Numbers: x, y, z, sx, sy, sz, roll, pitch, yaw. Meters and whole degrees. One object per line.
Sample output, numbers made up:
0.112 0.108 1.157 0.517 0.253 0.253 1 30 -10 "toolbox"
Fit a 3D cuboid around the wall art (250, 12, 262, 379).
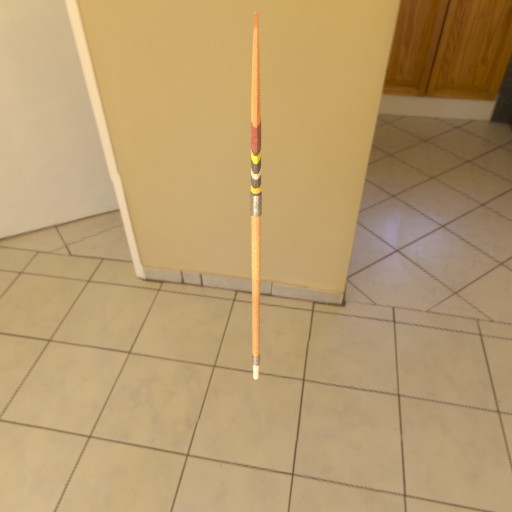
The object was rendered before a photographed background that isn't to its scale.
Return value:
0.000 0.000 1.598 0.038 1.556 0.146 1 42 1 "wall art"
